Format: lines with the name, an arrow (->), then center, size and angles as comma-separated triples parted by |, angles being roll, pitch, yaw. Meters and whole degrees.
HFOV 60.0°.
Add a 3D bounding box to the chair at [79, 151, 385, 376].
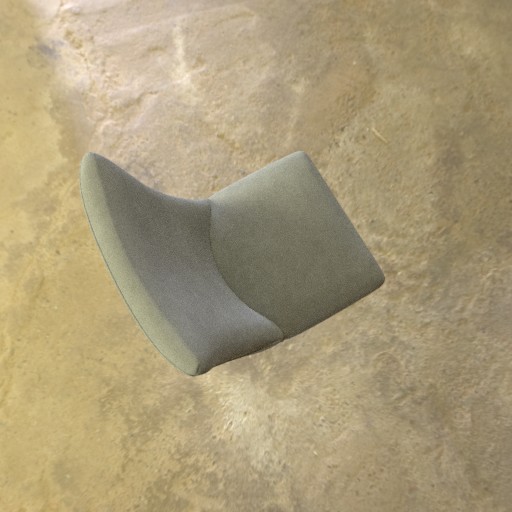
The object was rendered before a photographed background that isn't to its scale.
chair -> 0.000, 0.000, 1.253 | 0.610, 0.902, 0.495 | -28, 77, -7
